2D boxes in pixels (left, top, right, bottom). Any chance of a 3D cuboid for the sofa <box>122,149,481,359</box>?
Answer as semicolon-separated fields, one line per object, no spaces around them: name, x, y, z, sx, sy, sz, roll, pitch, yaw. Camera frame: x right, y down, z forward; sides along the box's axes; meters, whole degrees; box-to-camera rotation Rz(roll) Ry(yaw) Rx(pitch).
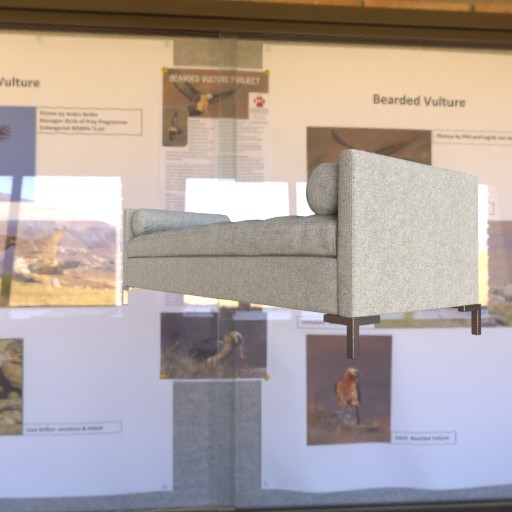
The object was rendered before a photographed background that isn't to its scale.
sofa;0.000;0.000;2.434;0.797;0.657;2.102;0;-1;-36
